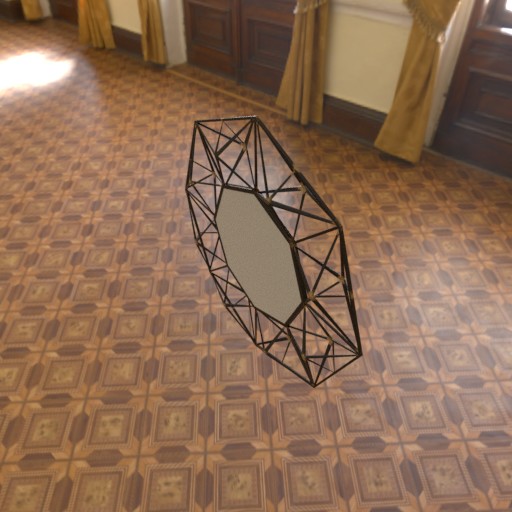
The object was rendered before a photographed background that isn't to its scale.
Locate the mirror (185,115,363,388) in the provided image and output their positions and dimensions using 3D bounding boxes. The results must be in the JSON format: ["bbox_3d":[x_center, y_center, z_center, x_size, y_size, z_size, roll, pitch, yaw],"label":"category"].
[{"bbox_3d":[0.000,0.000,1.074,0.094,0.710,0.710,-25,48,-25],"label":"mirror"}]
